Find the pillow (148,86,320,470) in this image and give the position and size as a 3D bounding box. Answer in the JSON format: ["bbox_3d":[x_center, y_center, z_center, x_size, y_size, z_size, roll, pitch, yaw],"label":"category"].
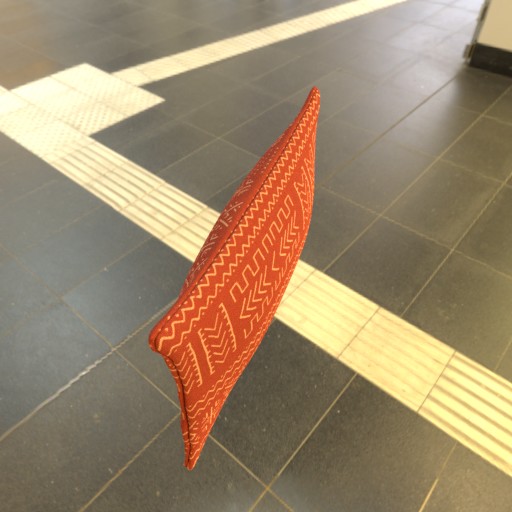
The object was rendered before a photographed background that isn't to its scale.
[{"bbox_3d":[0.000,0.000,0.781,0.130,0.352,0.640,15,47,15],"label":"pillow"}]
